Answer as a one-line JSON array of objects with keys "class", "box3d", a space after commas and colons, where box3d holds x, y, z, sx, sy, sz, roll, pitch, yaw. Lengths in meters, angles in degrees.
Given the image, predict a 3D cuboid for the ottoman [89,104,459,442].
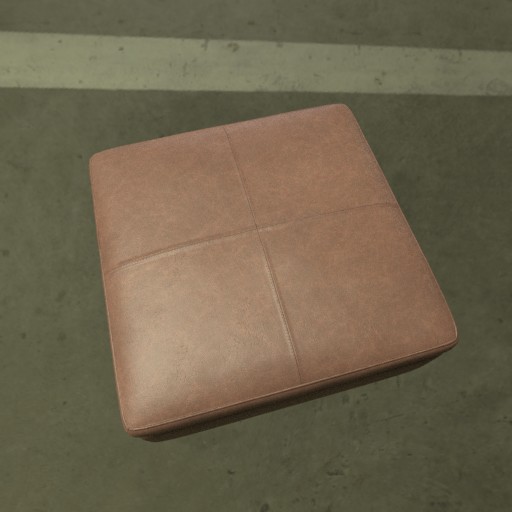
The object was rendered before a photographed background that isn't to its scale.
[{"class": "ottoman", "box3d": [0.000, 0.000, 1.801, 1.168, 0.490, 1.168, -14, 64, -7]}]
